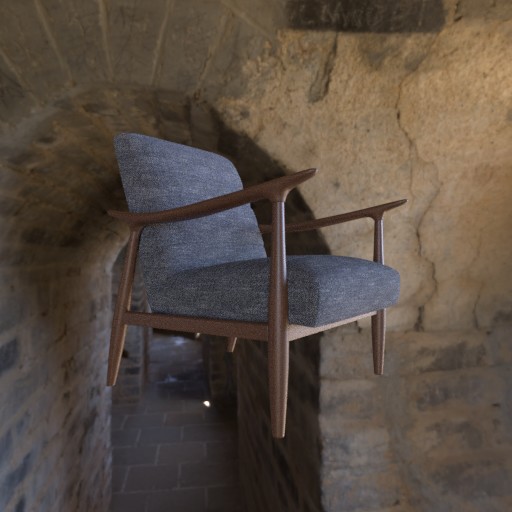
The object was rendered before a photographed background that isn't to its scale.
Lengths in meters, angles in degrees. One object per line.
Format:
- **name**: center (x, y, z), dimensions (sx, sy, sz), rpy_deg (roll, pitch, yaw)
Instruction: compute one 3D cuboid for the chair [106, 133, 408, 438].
- **chair**: center (0.000, 0.000, 1.465), dimensions (0.798, 0.832, 0.741), rpy_deg (0, 0, 35)
